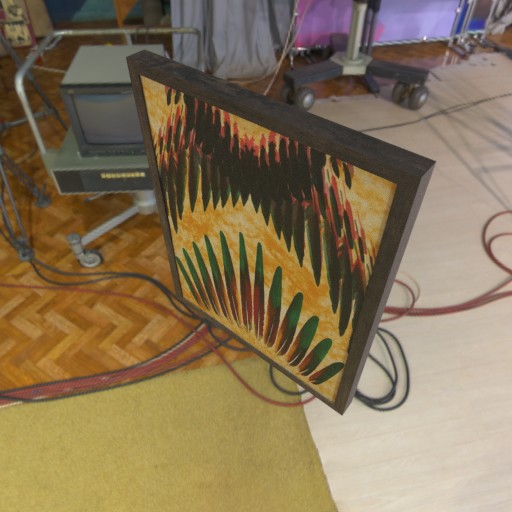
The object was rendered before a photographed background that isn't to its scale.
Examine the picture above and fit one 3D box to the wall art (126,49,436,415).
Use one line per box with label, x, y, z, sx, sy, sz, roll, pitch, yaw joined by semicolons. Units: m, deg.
wall art;0.000;0.000;0.546;0.329;0.406;0.027;30;54;26
